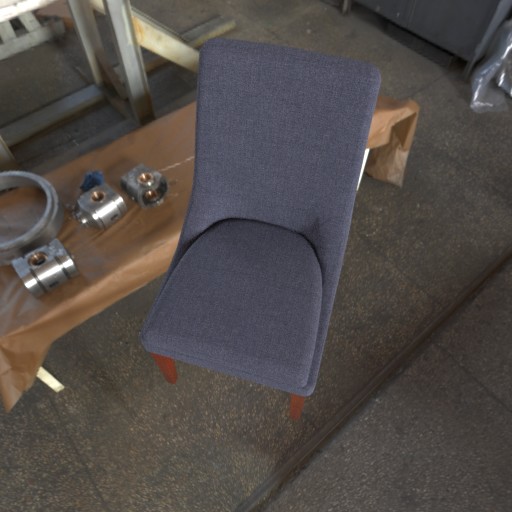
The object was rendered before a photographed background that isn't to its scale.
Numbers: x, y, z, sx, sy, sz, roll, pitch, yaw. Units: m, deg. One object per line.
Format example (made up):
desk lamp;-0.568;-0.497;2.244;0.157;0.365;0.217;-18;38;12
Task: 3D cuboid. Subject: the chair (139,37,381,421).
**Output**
chair;0.000;0.000;1.319;0.508;0.952;0.655;14;58;9
